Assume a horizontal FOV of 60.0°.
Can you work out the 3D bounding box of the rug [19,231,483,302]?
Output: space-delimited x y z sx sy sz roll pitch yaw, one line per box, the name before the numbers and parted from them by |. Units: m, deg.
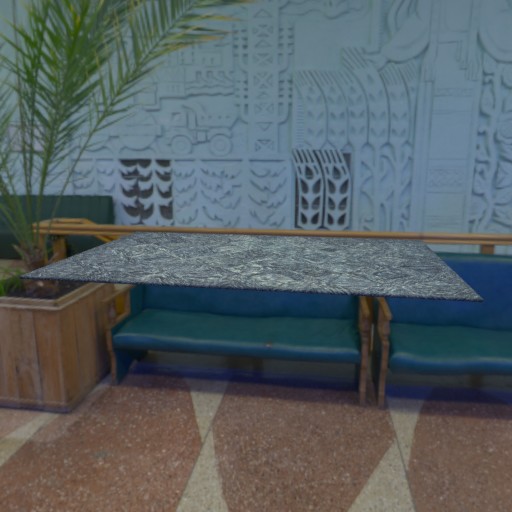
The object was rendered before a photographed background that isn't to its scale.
rug | 0.000 0.000 2.893 2.330 0.017 1.478 2 13 10
